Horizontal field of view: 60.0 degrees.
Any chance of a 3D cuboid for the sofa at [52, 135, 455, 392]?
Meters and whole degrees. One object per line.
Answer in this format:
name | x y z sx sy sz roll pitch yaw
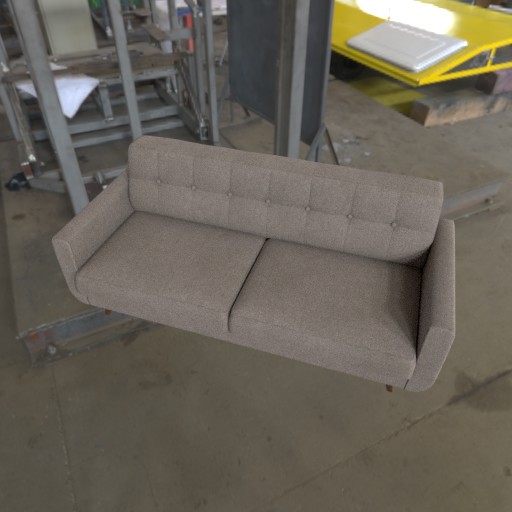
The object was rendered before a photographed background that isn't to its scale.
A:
sofa | 0.000 0.000 2.477 2.029 0.841 0.909 12 42 14
